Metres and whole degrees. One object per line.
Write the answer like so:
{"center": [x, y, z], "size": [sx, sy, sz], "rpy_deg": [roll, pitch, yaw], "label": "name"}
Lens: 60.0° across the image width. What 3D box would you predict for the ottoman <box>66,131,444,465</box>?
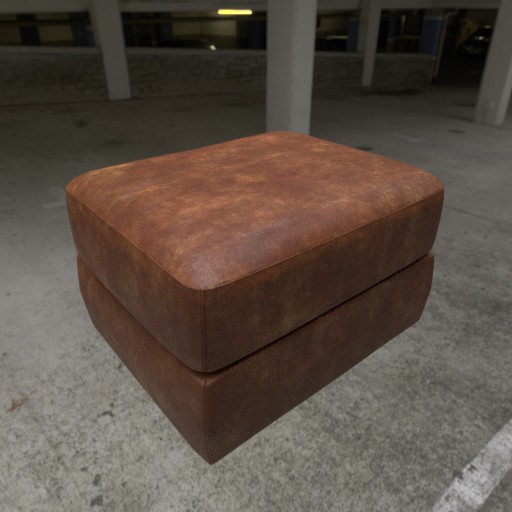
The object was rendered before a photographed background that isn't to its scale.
{"center": [0.000, 0.000, 1.129], "size": [0.751, 0.476, 0.603], "rpy_deg": [-22, 37, -34], "label": "ottoman"}
